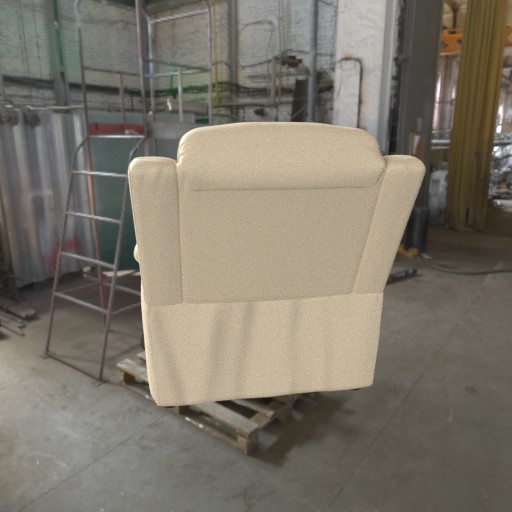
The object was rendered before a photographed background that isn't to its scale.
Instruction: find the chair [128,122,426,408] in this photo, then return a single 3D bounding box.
[{"bbox_3d":[0.000,0.000,1.246,0.680,0.702,0.709,-2,15,-9],"label":"chair"}]
